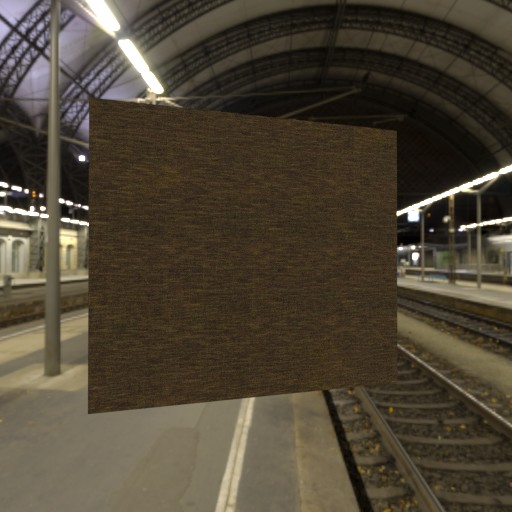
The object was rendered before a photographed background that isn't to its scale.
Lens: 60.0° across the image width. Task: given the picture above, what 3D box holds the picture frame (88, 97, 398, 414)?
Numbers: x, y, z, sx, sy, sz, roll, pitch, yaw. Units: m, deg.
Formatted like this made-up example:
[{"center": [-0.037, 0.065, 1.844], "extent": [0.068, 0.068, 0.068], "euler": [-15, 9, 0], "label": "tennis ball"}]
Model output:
[{"center": [0.000, 0.000, 0.537], "extent": [0.378, 0.330, 0.033], "euler": [0, -1, -18], "label": "picture frame"}]
